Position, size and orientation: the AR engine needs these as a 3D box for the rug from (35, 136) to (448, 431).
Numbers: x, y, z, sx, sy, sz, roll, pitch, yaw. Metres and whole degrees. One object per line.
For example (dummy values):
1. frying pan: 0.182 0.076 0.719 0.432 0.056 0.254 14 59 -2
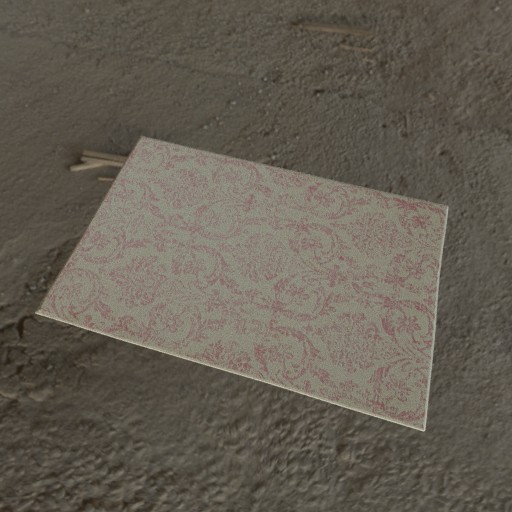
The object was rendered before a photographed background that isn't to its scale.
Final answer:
1. rug: 0.000 0.000 3.397 2.746 0.018 1.819 15 61 8
